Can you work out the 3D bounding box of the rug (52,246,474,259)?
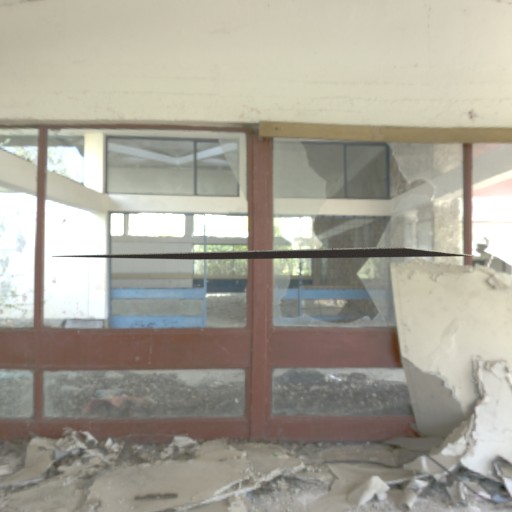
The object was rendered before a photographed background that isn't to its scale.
[{"bbox_3d":[0.000,0.000,2.984,2.433,0.007,1.507,-1,-2,35],"label":"rug"}]
